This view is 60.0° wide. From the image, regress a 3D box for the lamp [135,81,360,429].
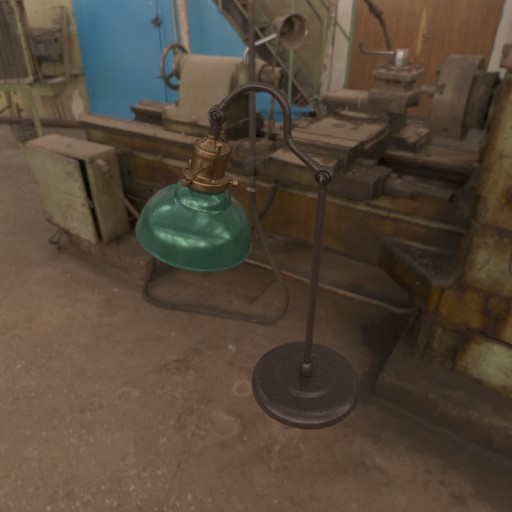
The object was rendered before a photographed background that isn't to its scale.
[{"bbox_3d":[0.000,0.000,0.683,0.374,0.508,0.192,8,32,13],"label":"lamp"}]
